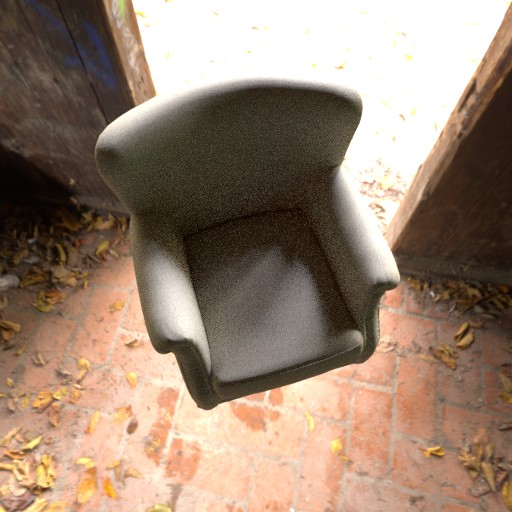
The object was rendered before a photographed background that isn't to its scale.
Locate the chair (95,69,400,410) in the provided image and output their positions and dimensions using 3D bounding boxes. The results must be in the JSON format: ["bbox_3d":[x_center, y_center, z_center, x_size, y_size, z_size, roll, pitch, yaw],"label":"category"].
[{"bbox_3d":[0.000,0.000,1.642,0.861,0.936,0.921,-15,65,-7],"label":"chair"}]
